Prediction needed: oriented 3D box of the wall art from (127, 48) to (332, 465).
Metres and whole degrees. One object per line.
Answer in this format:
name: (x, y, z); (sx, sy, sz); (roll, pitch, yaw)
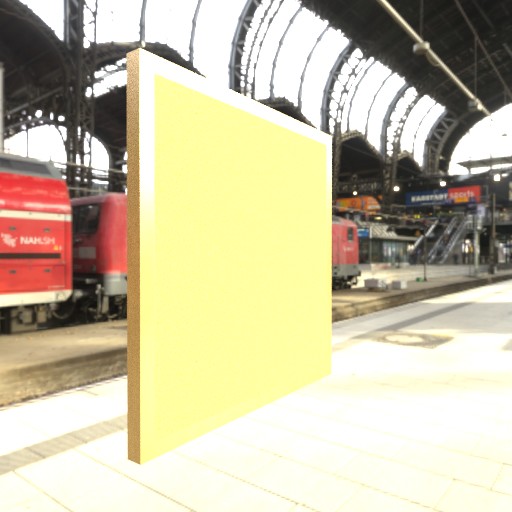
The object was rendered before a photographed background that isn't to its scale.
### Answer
wall art: (0.000, 0.000, 2.863); (0.097, 1.936, 1.935); (0, 1, 37)
